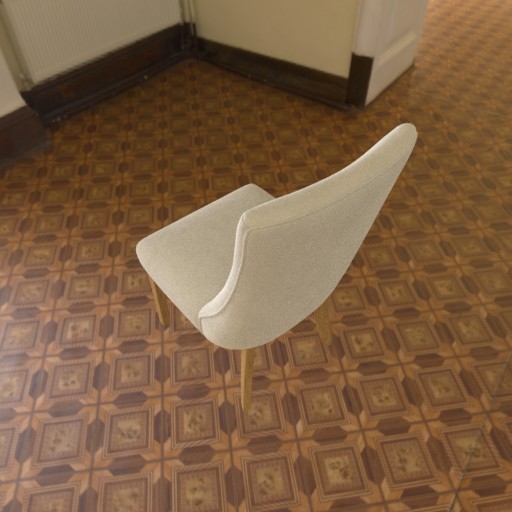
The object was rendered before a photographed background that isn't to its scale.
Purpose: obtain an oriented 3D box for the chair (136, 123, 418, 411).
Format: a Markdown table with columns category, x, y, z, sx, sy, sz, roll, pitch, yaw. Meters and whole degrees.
| category | x | y | z | sx | sy | sz | roll | pitch | yaw |
| --- | --- | --- | --- | --- | --- | --- | --- | --- | --- |
| chair | 0.000 | 0.000 | 1.286 | 0.495 | 0.902 | 0.610 | -32 | 55 | -26 |
